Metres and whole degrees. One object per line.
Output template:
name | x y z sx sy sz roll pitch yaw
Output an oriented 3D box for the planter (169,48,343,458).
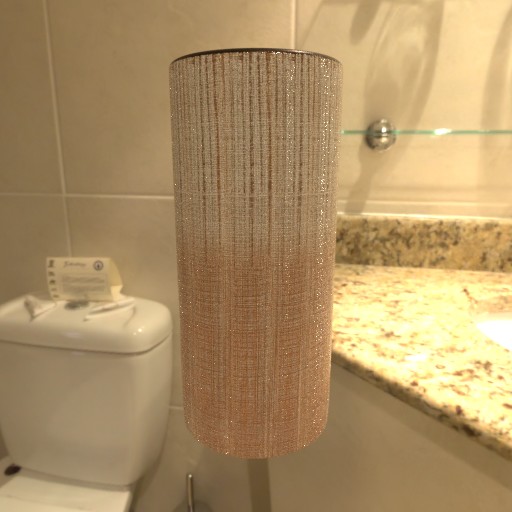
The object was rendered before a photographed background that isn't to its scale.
planter | 0.000 0.000 0.284 0.100 0.227 0.100 -7 15 -25
